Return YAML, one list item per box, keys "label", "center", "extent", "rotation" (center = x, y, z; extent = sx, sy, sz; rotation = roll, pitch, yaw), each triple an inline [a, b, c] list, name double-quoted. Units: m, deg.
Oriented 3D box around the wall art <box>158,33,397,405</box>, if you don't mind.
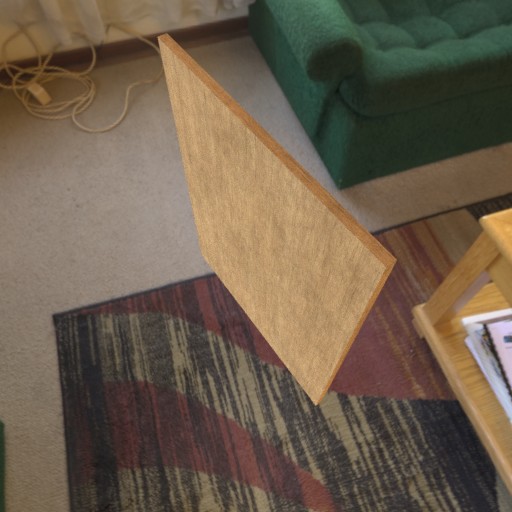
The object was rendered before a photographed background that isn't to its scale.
- label: "wall art"
  center: [0.000, 0.000, 0.910]
  extent: [0.018, 0.686, 0.534]
  rotation: [-31, 64, -17]
